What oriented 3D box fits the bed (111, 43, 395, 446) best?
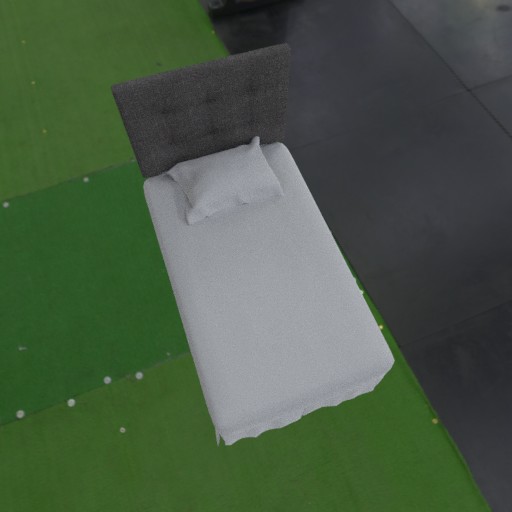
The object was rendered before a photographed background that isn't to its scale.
[{"bbox_3d":[0.000,0.000,2.969,1.261,1.571,1.997,-18,64,-9],"label":"bed"}]
